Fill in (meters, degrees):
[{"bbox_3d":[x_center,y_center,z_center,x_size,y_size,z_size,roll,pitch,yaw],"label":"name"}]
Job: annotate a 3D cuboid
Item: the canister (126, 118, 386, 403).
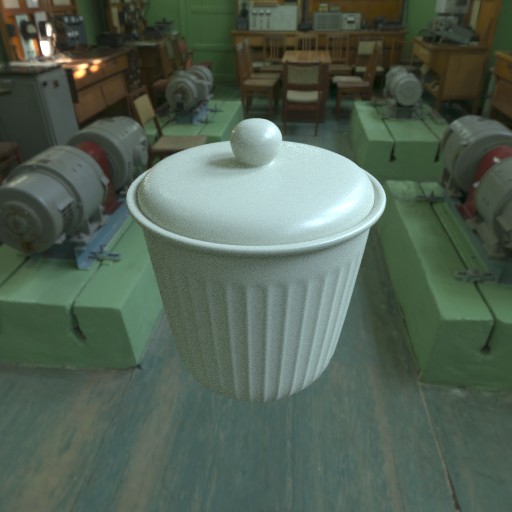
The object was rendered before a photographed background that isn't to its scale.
[{"bbox_3d":[0.000,0.000,0.348,0.181,0.211,0.181,0,31,0],"label":"canister"}]
